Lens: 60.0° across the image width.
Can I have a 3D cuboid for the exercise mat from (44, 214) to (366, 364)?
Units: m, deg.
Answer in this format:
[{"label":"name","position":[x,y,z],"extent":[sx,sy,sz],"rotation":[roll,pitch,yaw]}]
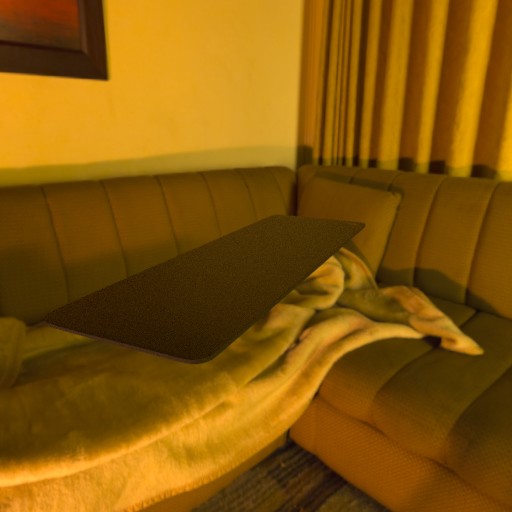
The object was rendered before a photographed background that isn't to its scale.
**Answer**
[{"label":"exercise mat","position":[0.000,0.000,2.059],"extent":[0.616,0.021,1.869],"rotation":[8,18,25]}]
